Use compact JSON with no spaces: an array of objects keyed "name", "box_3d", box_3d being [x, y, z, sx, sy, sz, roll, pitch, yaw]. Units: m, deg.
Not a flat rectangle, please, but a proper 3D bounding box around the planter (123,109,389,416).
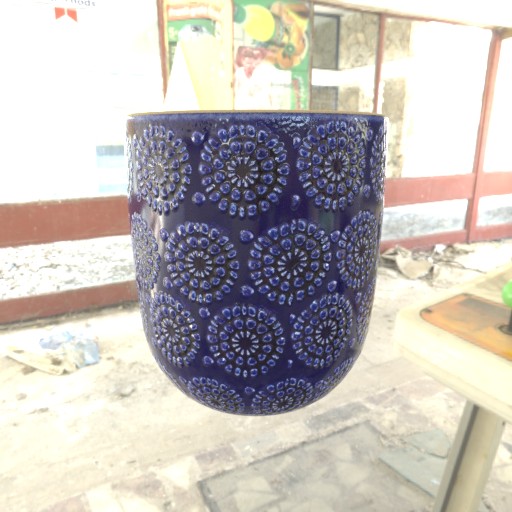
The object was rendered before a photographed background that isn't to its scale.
[{"name":"planter","box_3d":[0.000,0.000,0.342,0.184,0.206,0.184,0,15,0]}]
